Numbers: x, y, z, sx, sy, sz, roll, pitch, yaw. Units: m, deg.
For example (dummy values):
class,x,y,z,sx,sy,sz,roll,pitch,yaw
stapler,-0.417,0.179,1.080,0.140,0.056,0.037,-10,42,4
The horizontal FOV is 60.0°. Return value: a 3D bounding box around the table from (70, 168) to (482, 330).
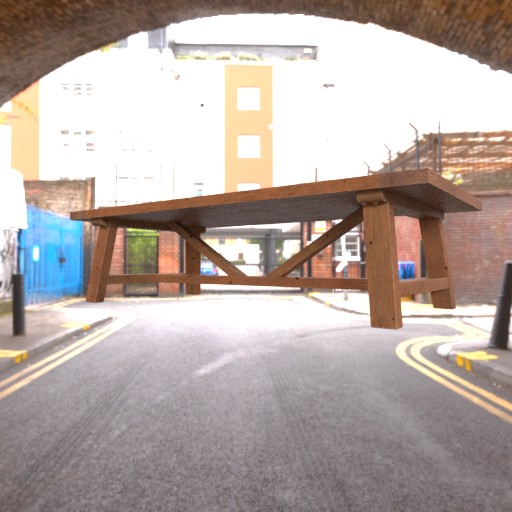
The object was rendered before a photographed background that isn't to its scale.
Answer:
class,x,y,z,sx,sy,sz,roll,pitch,yaw
table,0.000,0.000,2.099,1.800,0.465,0.820,-1,-1,36
